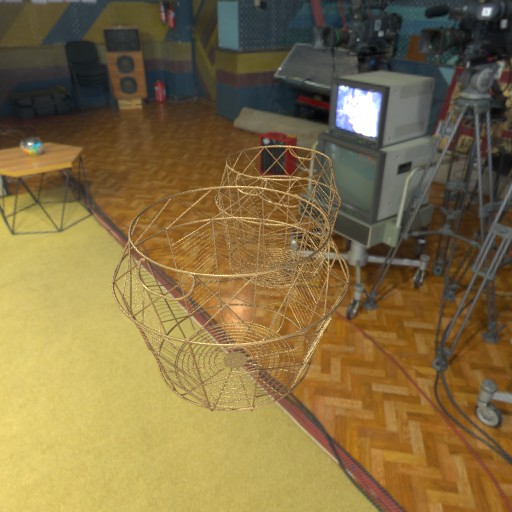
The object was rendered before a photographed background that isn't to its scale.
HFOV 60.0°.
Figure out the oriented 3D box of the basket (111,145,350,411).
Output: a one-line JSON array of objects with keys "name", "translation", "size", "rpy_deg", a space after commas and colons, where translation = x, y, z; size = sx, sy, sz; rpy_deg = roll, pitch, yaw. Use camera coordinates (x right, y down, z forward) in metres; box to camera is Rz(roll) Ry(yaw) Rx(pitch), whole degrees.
[{"name": "basket", "translation": [0.000, 0.000, 1.045], "size": [0.451, 0.343, 0.805], "rpy_deg": [8, 31, 13]}]
